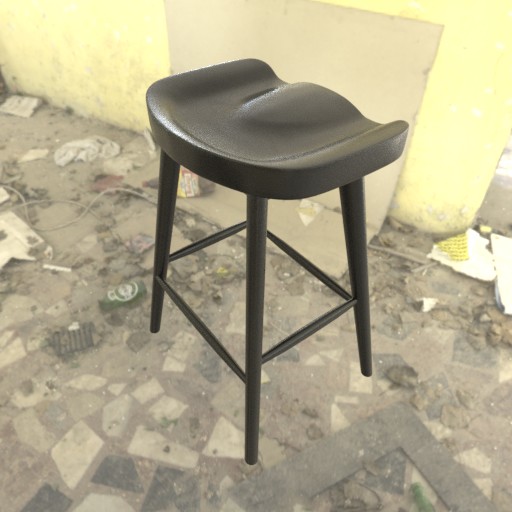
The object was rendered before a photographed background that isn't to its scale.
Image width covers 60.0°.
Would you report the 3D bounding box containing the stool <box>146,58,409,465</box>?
[{"bbox_3d":[0.000,0.000,0.884,0.361,0.615,0.440,-26,47,-27],"label":"stool"}]
